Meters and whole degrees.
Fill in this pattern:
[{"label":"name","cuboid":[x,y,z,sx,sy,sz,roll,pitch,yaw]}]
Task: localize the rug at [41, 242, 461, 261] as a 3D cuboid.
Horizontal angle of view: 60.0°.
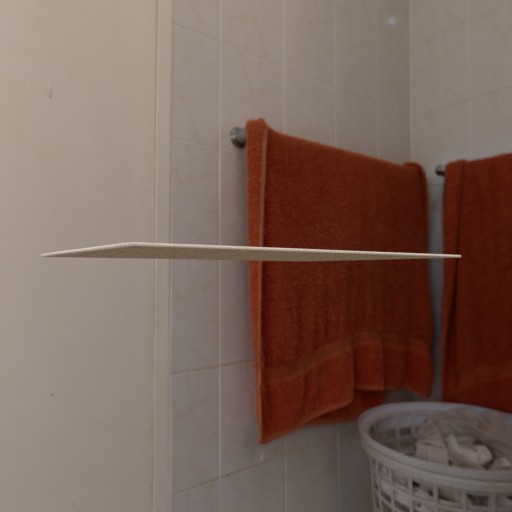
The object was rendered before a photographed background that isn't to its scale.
[{"label":"rug","cuboid":[0.000,0.000,2.318,1.848,0.014,1.238,1,-2,-37]}]
